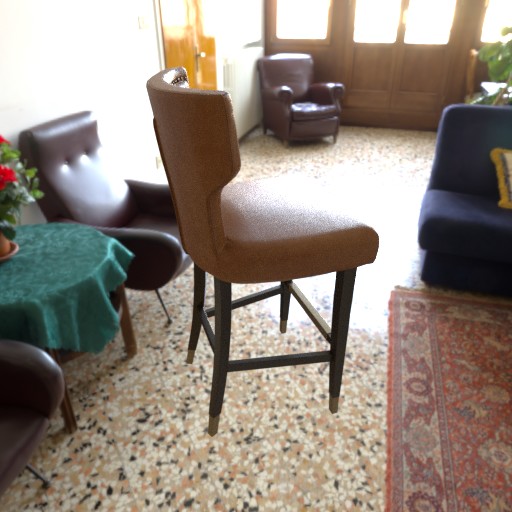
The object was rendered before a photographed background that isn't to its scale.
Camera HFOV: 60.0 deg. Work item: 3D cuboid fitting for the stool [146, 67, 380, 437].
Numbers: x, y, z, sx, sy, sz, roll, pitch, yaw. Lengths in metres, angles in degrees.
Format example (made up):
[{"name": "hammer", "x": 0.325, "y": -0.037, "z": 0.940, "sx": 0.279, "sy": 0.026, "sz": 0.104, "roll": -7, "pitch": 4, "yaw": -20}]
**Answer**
[{"name": "stool", "x": 0.000, "y": 0.000, "z": 1.424, "sx": 0.563, "sy": 1.092, "sz": 0.526, "roll": -10, "pitch": 31, "yaw": -17}]
